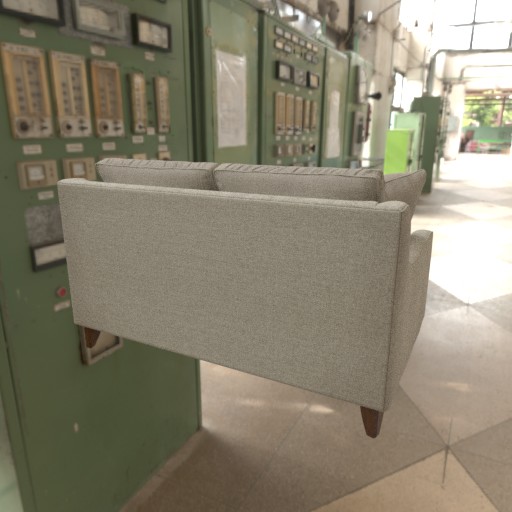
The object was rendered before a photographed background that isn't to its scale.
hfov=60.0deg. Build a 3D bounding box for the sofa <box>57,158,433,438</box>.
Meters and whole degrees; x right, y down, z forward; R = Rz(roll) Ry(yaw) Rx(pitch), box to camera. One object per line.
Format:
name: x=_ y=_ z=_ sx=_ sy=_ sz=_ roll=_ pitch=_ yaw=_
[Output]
sofa: x=0.000 y=0.000 z=2.000 sx=1.422 sy=0.863 sz=0.915 roll=8 pitch=18 yaw=27
